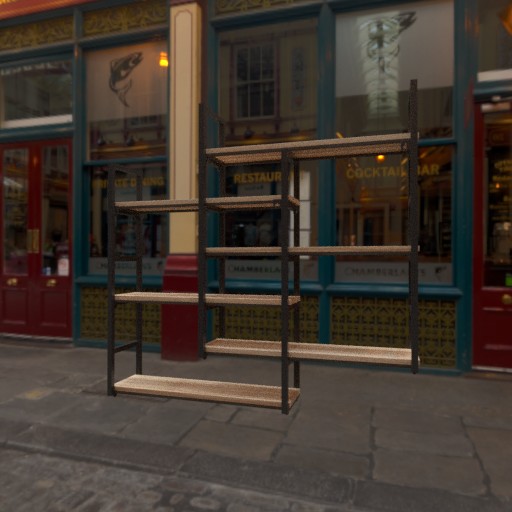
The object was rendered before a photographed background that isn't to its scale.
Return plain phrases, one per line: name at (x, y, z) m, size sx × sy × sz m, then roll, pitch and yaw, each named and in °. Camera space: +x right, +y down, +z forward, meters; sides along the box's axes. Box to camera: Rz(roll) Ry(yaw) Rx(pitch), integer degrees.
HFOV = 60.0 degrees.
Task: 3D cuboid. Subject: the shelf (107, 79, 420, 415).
shelf at (0.000, 0.000, 1.377) m, size 0.946 × 0.921 × 0.183 m, roll 0°, pitch -1°, yaw 17°
